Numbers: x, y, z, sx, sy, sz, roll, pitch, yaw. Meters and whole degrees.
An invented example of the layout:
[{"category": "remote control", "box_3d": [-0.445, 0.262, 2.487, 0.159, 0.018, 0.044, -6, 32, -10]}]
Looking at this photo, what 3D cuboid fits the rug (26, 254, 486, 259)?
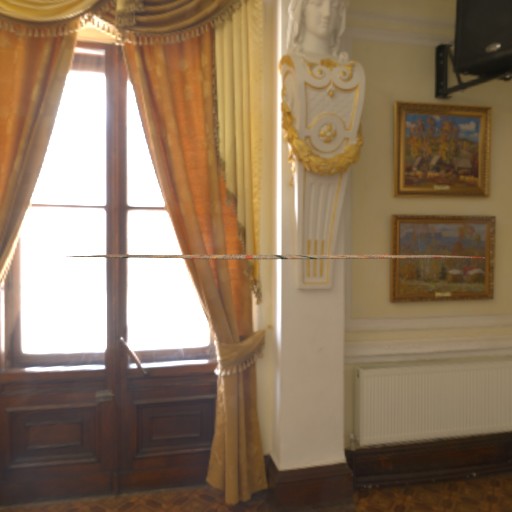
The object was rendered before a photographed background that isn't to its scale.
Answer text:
[{"category": "rug", "box_3d": [0.000, 0.000, 4.026, 3.029, 0.022, 2.263, 0, 1, 0]}]
